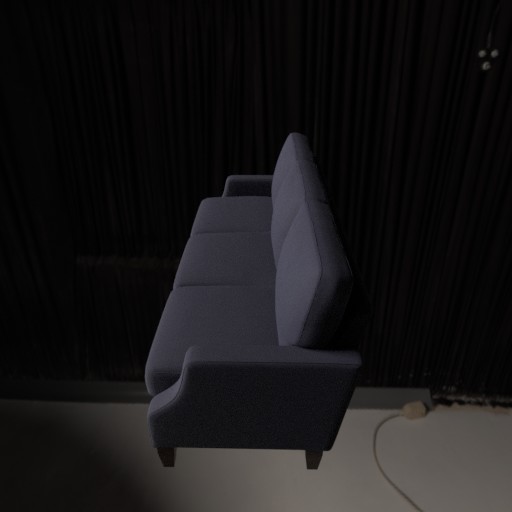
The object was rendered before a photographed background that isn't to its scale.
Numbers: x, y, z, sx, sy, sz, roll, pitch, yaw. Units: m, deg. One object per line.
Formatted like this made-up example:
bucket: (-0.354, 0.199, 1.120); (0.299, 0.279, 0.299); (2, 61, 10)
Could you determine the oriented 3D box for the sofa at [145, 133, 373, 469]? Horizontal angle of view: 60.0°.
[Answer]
sofa: (0.000, 0.000, 2.578); (0.888, 0.984, 2.115); (1, 29, 1)
